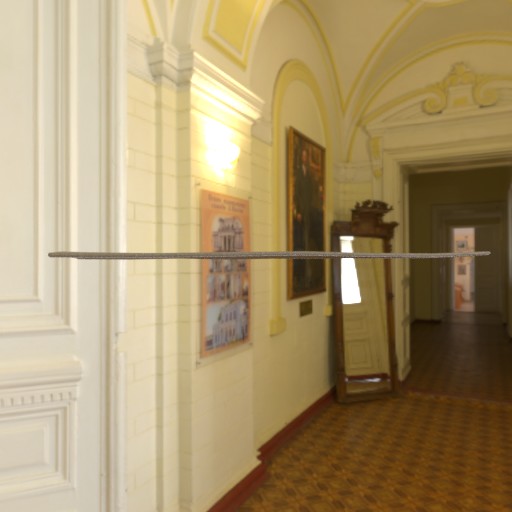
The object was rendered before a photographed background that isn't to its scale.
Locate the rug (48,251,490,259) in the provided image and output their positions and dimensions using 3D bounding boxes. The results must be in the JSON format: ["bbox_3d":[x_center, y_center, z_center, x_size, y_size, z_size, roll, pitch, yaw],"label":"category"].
[{"bbox_3d":[0.000,0.000,2.317,1.829,0.034,1.252,0,-1,-18],"label":"rug"}]
